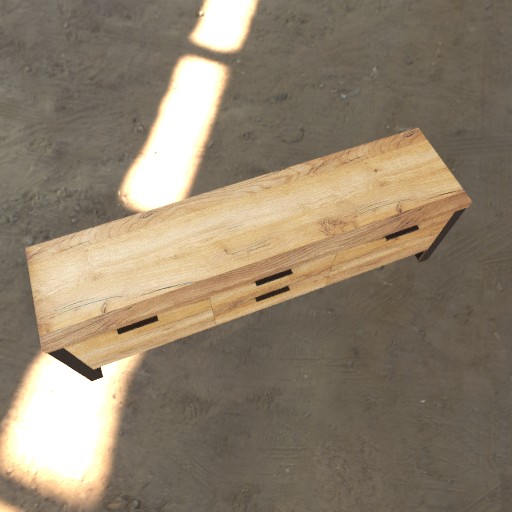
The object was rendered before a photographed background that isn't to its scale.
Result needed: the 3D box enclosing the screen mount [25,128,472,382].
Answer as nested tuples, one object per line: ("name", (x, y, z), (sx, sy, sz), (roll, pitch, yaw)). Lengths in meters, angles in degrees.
("screen mount", (0.000, 0.000, 1.742), (1.524, 0.450, 0.395), (-19, 64, -9))
